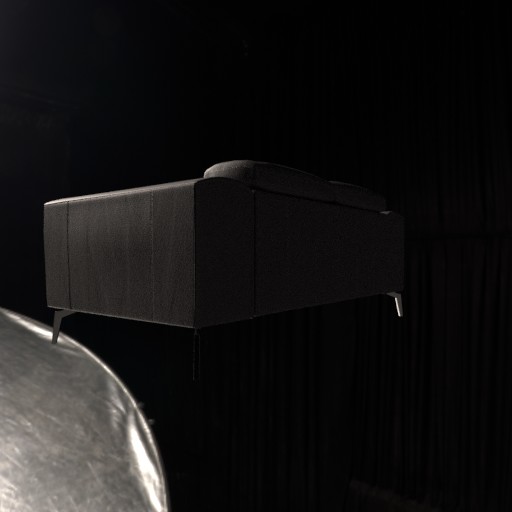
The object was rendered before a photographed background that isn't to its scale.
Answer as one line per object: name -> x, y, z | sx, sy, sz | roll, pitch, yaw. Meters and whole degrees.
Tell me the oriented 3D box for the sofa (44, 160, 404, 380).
sofa -> 0.000, 0.000, 2.429 | 1.003, 0.779, 1.895 | 0, 0, 38
